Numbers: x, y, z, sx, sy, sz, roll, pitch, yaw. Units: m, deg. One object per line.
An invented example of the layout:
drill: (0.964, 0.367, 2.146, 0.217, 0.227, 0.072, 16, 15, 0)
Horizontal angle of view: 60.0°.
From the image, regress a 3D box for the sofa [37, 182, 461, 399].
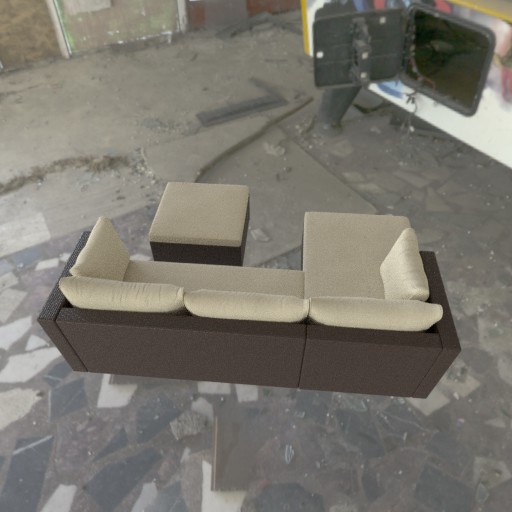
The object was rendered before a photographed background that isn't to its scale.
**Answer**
sofa: (0.000, 0.000, 2.999, 2.192, 0.766, 1.612, 3, 46, 3)
